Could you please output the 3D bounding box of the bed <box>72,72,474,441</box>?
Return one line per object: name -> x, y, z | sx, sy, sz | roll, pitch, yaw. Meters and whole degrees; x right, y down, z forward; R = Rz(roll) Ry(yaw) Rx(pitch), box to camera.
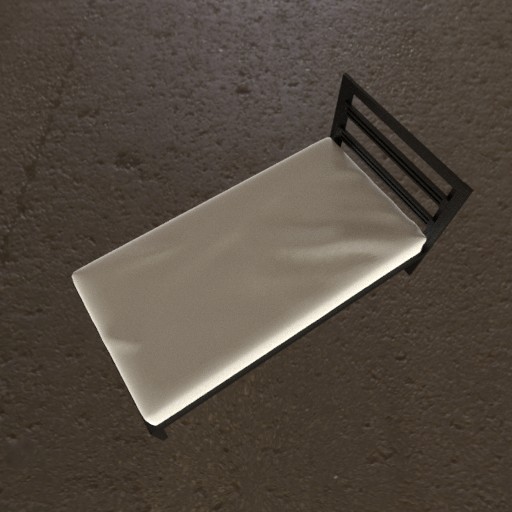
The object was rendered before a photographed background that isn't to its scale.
bed -> 0.000, 0.000, 2.550 | 1.930, 0.967, 0.991 | -30, 67, -15
